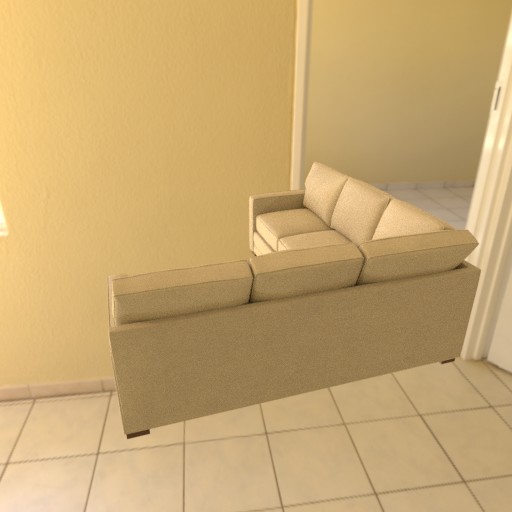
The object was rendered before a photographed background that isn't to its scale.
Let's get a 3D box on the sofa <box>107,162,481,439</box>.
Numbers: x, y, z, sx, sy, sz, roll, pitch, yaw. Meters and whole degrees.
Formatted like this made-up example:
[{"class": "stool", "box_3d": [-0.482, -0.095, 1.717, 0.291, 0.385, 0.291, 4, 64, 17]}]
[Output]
[{"class": "sofa", "box_3d": [0.000, 0.000, 3.424, 2.189, 0.939, 2.182, -8, 26, -16]}]
